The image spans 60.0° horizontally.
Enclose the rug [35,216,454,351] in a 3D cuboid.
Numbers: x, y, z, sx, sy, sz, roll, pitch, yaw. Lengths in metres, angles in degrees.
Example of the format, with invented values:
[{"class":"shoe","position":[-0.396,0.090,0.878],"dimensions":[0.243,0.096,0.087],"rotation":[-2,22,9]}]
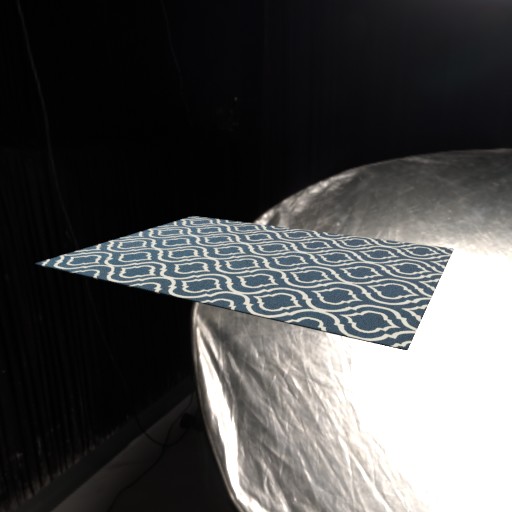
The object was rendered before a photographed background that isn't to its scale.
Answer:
[{"class":"rug","position":[0.000,0.000,4.357],"dimensions":[3.353,0.010,2.438],"rotation":[9,19,28]}]
